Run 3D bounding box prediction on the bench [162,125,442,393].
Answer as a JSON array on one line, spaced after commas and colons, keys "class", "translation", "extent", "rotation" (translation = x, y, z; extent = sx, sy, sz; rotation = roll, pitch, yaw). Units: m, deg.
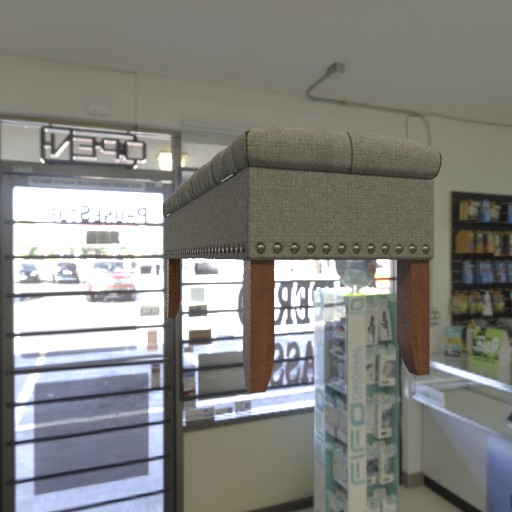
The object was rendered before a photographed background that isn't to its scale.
[{"class": "bench", "translation": [0.000, 0.000, 1.292], "extent": [0.417, 0.470, 1.052], "rotation": [0, 0, -19]}]
